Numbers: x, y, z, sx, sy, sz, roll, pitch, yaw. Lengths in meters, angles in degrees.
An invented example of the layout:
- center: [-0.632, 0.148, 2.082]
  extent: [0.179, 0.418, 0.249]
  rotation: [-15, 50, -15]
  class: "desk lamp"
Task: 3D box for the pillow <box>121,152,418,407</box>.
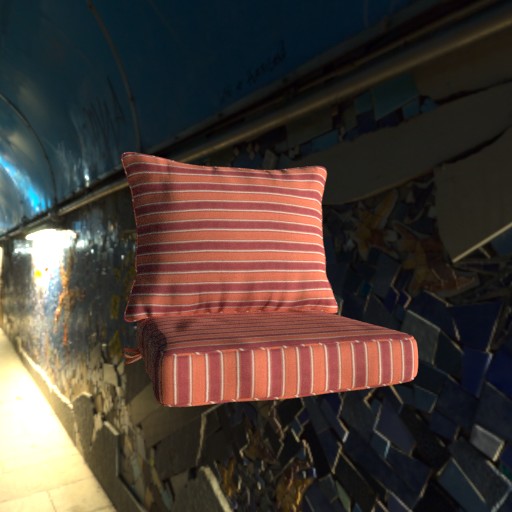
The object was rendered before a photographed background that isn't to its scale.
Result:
- center: [0.000, 0.000, 1.397]
  extent: [0.799, 0.723, 0.733]
  rotation: [0, 0, -18]
  class: "pillow"
